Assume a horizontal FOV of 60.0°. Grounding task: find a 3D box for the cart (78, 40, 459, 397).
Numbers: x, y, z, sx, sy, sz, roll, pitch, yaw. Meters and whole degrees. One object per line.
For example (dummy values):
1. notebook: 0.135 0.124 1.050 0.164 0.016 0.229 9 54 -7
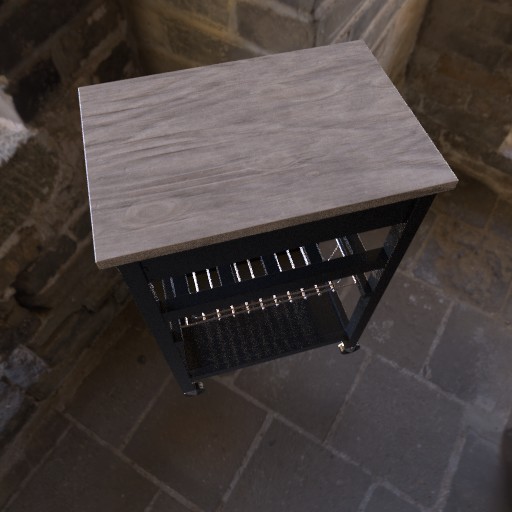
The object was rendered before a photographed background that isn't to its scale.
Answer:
1. cart: 0.000 0.000 1.129 0.584 0.839 0.403 -13 59 -8
